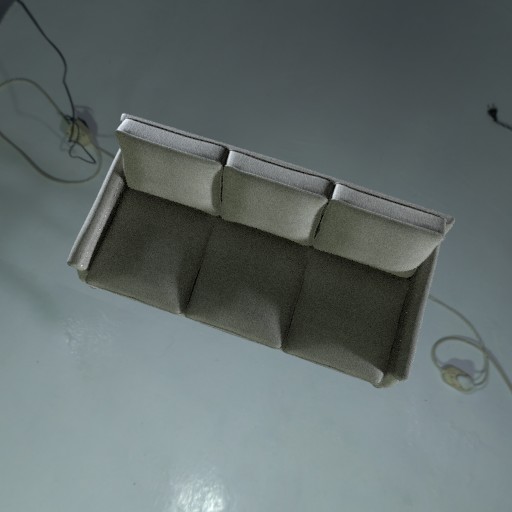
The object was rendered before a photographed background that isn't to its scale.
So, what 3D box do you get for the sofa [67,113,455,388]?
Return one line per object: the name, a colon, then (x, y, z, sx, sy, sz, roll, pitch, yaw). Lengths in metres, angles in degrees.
sofa: (0.000, 0.000, 2.951, 2.246, 1.003, 1.084, 18, 77, 4)
